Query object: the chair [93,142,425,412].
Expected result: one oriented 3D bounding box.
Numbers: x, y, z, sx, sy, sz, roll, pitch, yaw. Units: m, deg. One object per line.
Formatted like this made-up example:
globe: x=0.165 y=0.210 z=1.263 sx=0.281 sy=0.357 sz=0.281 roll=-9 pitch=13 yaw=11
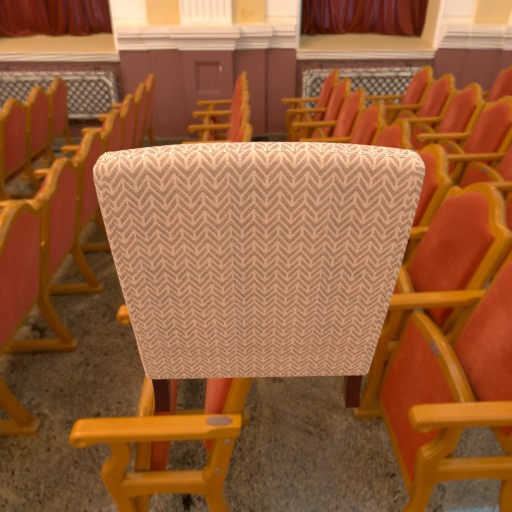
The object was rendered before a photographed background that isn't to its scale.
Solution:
chair: x=0.000 y=0.000 z=1.277 sx=0.623 sy=0.816 sz=0.651 roll=-1 pitch=30 yaw=-1
